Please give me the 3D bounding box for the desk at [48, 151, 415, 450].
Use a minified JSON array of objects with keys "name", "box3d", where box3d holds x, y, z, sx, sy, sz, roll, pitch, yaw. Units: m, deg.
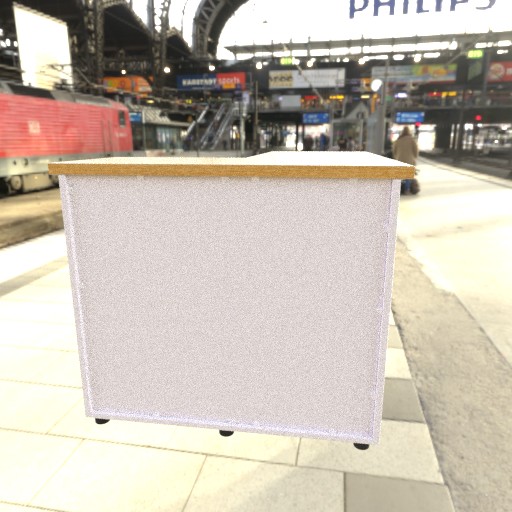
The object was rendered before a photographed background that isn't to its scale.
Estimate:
[{"name":"desk","box3d":[0.000,0.000,1.720,0.900,0.760,1.170,2,15,8]}]
